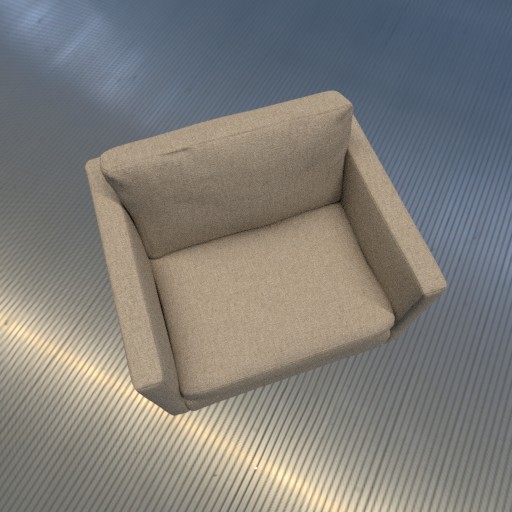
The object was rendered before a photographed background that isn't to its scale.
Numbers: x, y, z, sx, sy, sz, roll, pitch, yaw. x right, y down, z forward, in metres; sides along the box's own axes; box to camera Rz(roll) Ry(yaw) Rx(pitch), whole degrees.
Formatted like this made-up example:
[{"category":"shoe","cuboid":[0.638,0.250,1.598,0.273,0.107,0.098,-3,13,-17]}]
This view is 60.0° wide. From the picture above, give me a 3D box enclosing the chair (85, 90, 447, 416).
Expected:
[{"category":"chair","cuboid":[0.000,0.000,1.842,1.107,0.961,0.959,-17,66,-8]}]
